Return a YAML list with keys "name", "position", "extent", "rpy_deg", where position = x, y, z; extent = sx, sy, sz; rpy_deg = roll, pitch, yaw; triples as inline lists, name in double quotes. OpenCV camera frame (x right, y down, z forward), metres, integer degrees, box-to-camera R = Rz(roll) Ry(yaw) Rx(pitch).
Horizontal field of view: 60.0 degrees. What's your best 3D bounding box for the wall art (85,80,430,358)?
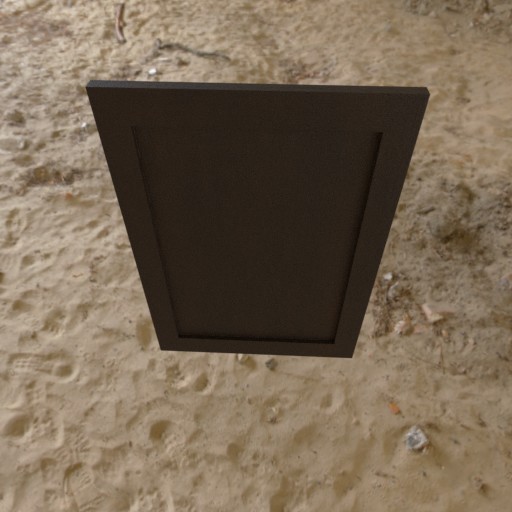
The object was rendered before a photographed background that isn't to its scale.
- name: "wall art"
  position: [0.000, 0.000, 0.651]
  extent: [0.359, 0.513, 0.017]
  rpy_deg: [2, 46, 2]
